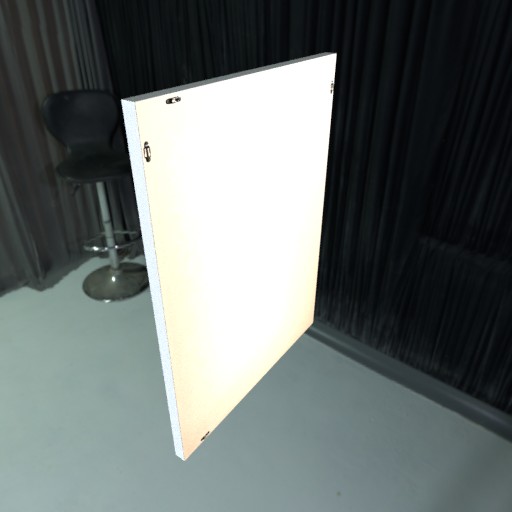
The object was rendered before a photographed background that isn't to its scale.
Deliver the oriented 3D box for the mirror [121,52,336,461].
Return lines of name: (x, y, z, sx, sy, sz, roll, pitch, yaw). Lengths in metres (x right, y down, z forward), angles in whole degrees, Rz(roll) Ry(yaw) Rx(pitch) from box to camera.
mirror: (0.000, 0.000, 1.301, 0.040, 1.016, 0.762, 21, 37, 30)
